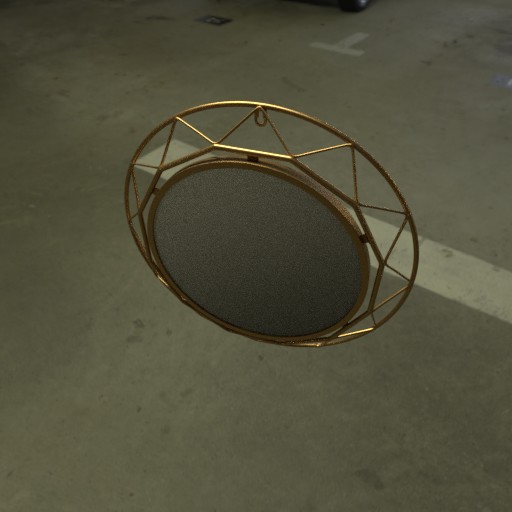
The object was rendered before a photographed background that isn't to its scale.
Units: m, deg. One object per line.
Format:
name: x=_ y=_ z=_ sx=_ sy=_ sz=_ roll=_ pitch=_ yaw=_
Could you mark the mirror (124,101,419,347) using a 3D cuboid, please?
mirror: x=0.000 y=0.000 z=0.659 sx=0.454 sy=0.454 sz=0.043 roll=13 pitch=44 yaw=13
